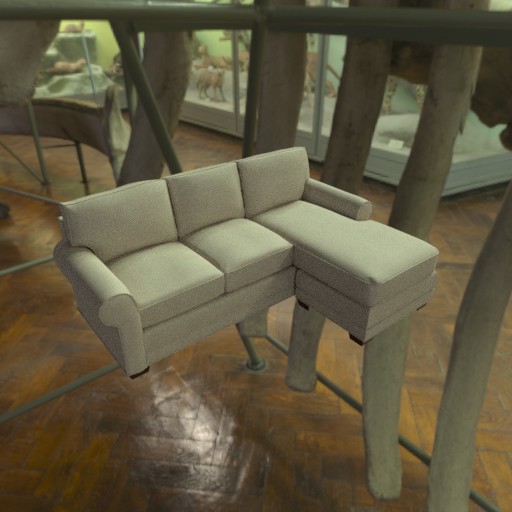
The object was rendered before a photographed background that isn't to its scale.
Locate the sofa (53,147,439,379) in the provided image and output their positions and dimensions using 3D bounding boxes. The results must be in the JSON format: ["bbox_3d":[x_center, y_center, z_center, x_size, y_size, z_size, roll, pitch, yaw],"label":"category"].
[{"bbox_3d":[0.000,0.000,2.378,1.770,0.734,1.226,-21,36,-33],"label":"sofa"}]
